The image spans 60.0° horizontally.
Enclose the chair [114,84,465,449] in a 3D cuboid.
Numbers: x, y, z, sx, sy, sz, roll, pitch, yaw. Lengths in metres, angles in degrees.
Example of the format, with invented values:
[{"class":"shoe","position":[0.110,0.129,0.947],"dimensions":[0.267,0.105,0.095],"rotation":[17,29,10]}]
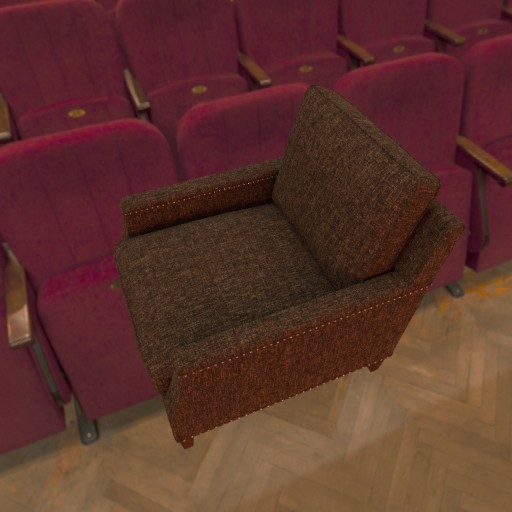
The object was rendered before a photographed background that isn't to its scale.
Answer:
[{"class":"chair","position":[0.000,0.000,1.683],"dimensions":[1.014,0.943,0.853],"rotation":[-17,49,-16]}]
